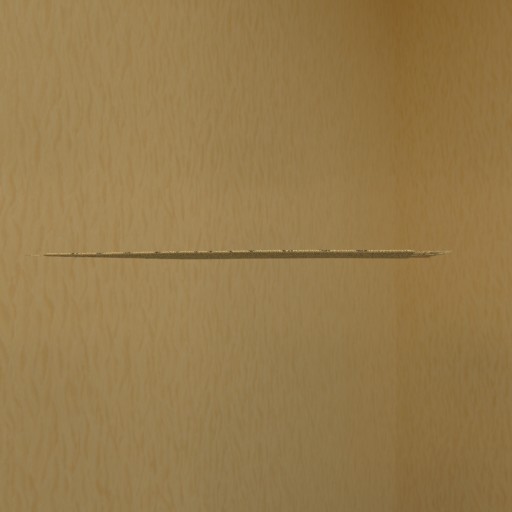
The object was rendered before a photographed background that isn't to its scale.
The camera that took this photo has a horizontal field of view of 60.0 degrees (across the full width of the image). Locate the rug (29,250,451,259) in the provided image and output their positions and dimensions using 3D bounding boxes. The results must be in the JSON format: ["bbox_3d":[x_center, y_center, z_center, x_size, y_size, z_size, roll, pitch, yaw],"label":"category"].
[{"bbox_3d":[0.000,0.000,4.237,3.213,0.030,2.388,0,-1,18],"label":"rug"}]
